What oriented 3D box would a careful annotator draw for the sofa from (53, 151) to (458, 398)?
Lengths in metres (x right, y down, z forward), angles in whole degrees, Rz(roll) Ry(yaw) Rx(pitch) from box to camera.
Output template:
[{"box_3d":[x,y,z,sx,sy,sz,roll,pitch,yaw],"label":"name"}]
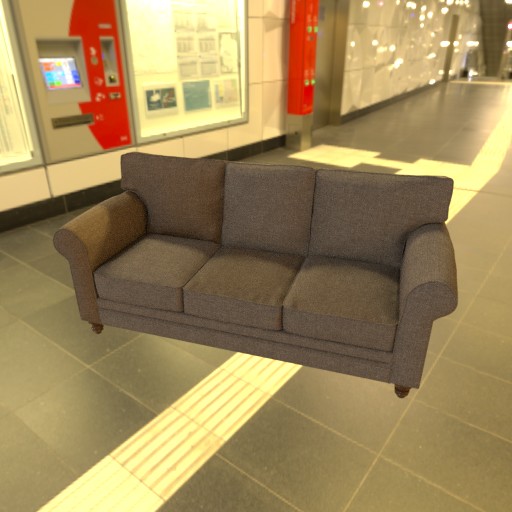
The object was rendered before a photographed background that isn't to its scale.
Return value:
[{"box_3d":[0.000,0.000,2.569,2.084,0.961,0.916,8,27,16],"label":"sofa"}]
